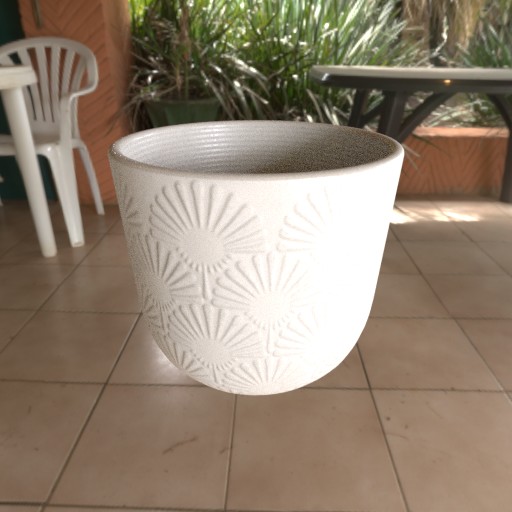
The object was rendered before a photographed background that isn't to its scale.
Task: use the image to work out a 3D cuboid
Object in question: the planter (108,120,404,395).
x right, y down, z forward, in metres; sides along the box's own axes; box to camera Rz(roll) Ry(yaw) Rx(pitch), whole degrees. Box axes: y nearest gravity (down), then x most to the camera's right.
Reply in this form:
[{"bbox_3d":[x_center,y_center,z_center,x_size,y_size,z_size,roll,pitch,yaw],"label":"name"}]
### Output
[{"bbox_3d":[0.000,0.000,0.295,0.170,0.152,0.170,0,25,0],"label":"planter"}]
